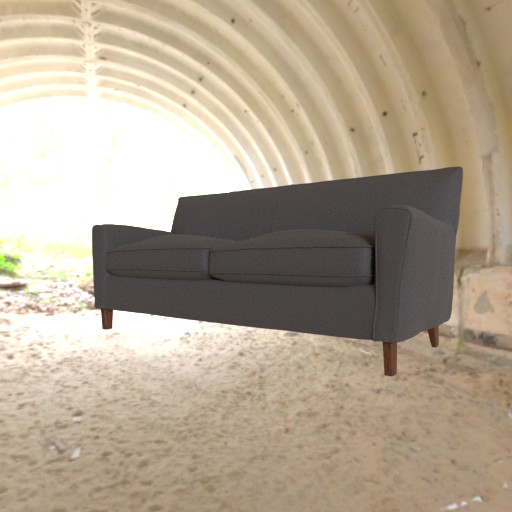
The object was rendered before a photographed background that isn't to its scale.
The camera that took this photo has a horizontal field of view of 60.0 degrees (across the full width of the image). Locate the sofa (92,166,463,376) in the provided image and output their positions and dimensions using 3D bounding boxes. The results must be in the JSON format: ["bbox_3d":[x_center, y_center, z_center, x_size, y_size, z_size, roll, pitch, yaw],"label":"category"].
[{"bbox_3d":[0.000,0.000,2.492,2.002,0.907,0.843,0,0,36],"label":"sofa"}]
